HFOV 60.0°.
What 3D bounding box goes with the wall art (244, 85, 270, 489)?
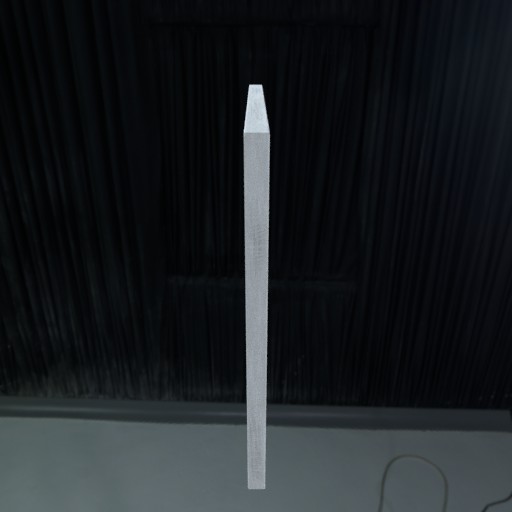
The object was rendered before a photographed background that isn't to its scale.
[{"bbox_3d":[0.000,0.000,0.454,0.015,0.303,0.303,0,26,0],"label":"wall art"}]
